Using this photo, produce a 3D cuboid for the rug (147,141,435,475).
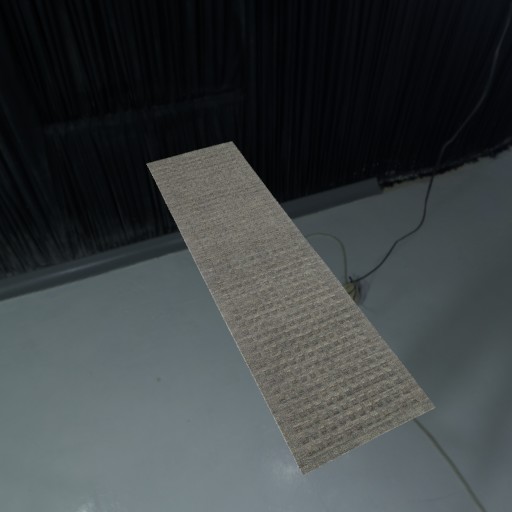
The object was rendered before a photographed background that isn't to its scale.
[{"bbox_3d":[0.000,0.000,2.712,0.706,0.009,2.443,-19,50,-17],"label":"rug"}]
